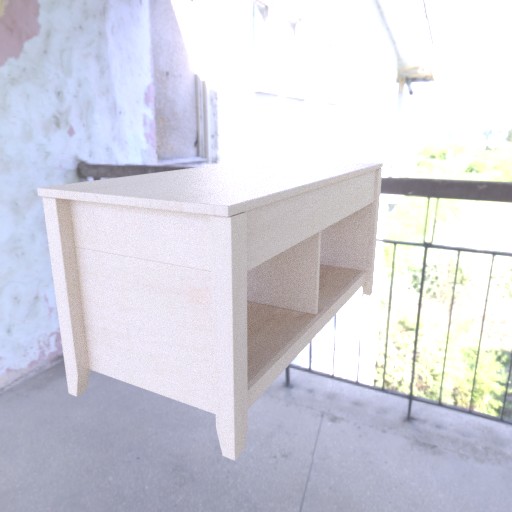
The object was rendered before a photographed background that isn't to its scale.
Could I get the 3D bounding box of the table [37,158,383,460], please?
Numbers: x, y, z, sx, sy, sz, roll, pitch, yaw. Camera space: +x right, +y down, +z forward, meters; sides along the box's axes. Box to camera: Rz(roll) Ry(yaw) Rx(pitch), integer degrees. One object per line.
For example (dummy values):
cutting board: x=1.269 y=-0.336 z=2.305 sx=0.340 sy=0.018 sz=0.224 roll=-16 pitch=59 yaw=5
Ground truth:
table: x=0.000 y=0.000 z=1.289 sx=0.457 sy=0.483 sz=1.016 roll=9 pitch=18 yaw=27
